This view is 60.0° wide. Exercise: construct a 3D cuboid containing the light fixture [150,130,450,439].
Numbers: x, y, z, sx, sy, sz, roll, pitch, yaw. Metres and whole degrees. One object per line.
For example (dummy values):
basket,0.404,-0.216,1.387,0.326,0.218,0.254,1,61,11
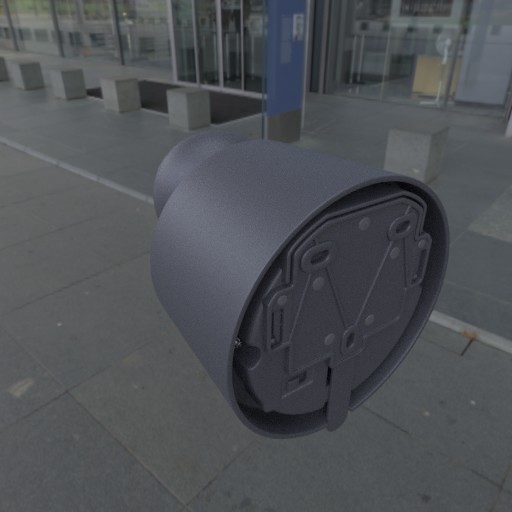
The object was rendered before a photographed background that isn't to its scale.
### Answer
light fixture,0.000,0.000,0.261,0.134,0.143,0.160,-18,34,-29
